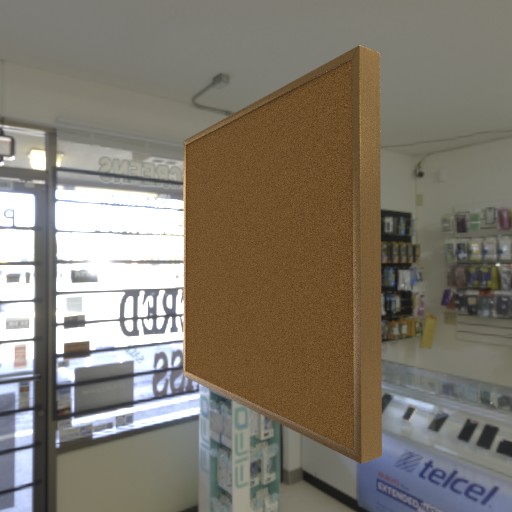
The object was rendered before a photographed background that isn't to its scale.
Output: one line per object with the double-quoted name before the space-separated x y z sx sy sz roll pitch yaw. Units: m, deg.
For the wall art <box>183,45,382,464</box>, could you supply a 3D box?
"wall art" 0.000 0.000 0.753 0.037 0.505 0.505 1 -1 -34
